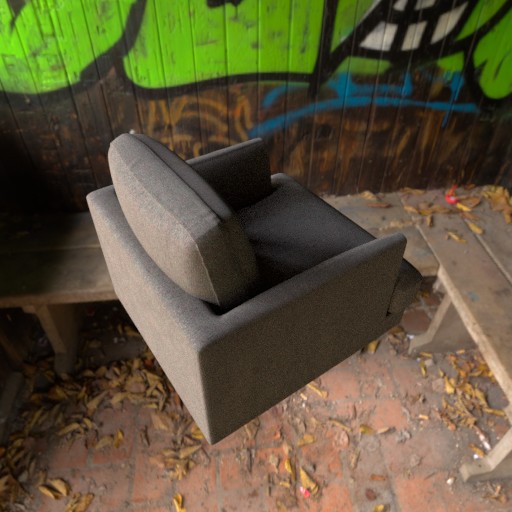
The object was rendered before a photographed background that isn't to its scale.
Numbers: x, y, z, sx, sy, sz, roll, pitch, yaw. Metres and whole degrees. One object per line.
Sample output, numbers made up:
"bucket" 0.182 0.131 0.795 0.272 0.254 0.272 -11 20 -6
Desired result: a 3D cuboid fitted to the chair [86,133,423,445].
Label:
"chair" 0.000 0.000 1.637 0.899 0.957 0.858 -25 48 -25
